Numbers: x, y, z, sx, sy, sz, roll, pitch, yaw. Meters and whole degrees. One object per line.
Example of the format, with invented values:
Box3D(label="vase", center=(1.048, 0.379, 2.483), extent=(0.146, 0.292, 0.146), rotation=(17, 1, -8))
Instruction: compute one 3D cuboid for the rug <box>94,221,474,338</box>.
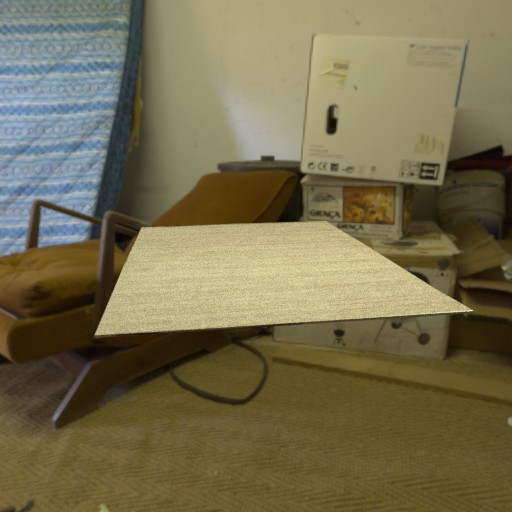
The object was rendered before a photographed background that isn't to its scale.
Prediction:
Box3D(label="rug", center=(0.000, 0.000, 4.281), extent=(2.434, 0.045, 3.202), rotation=(-2, 16, -9))
